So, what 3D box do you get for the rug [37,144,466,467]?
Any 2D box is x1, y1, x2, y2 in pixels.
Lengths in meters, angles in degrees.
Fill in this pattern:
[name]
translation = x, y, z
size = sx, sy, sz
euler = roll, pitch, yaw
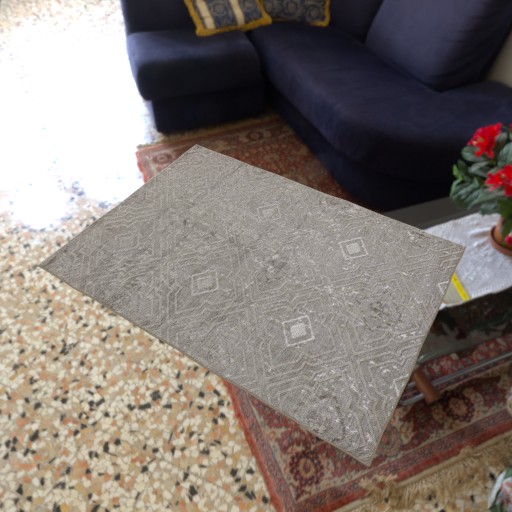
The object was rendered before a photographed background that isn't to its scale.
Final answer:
[rug]
translation = 0.000, 0.000, 4.270
size = 3.359, 0.020, 2.448
euler = 25, 52, 22
